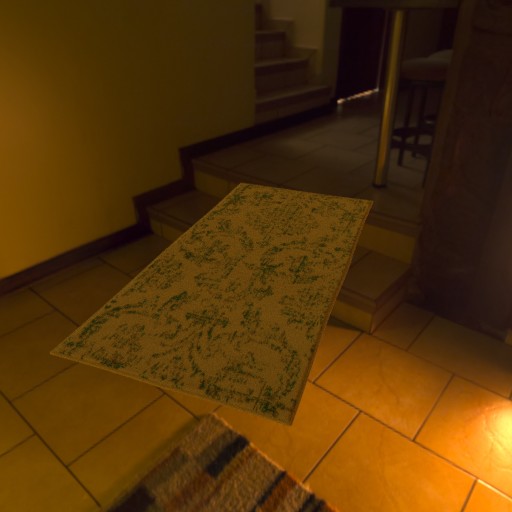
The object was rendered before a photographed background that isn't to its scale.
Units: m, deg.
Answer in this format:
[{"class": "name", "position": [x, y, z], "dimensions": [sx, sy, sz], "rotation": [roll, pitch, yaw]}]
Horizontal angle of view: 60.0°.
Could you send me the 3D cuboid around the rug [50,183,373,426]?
[{"class": "rug", "position": [0.000, 0.000, 1.466], "dimensions": [0.605, 0.007, 1.220], "rotation": [11, 32, 18]}]
